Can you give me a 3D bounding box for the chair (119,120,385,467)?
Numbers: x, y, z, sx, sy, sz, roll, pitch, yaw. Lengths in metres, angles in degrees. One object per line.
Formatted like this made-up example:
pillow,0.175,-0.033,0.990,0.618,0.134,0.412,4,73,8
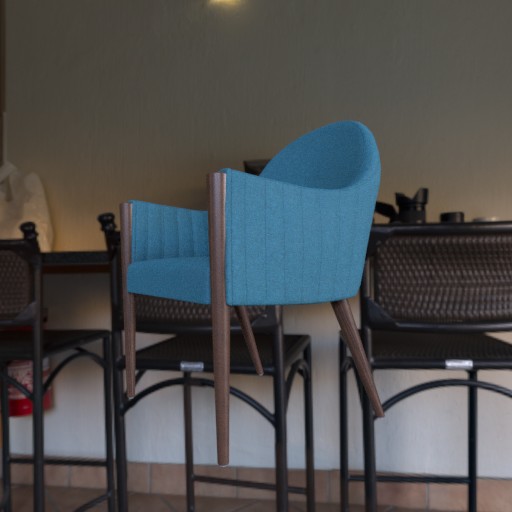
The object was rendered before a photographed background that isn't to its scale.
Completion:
chair,0.000,0.000,1.355,0.652,0.907,0.656,1,-1,-35
